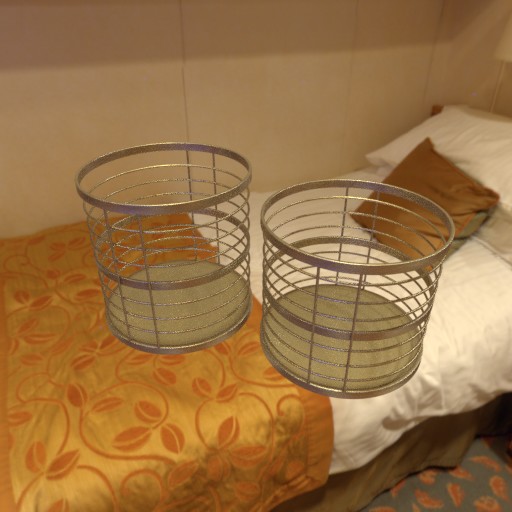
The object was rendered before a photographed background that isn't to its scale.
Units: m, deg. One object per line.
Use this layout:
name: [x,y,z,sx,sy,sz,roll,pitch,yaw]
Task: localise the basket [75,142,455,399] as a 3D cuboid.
basket: [0.000,0.000,0.955,0.746,0.351,0.356,10,33,15]
